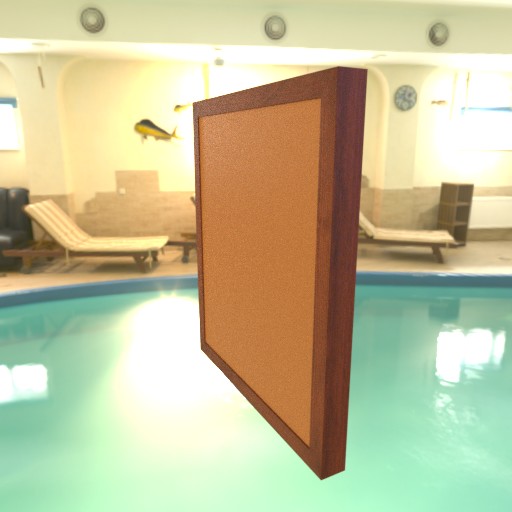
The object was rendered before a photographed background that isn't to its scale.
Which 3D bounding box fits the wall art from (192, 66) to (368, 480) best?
[{"bbox_3d":[0.000,0.000,0.540,0.030,0.381,0.330,-7,16,-27],"label":"wall art"}]
